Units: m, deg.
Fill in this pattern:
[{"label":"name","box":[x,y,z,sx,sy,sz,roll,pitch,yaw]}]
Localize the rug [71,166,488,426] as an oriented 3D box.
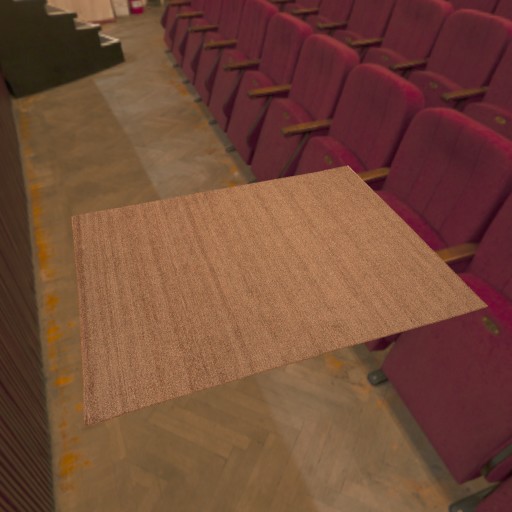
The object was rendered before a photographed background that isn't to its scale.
[{"label":"rug","box":[0.000,0.000,4.837,3.778,0.053,2.873,-13,42,-14]}]
